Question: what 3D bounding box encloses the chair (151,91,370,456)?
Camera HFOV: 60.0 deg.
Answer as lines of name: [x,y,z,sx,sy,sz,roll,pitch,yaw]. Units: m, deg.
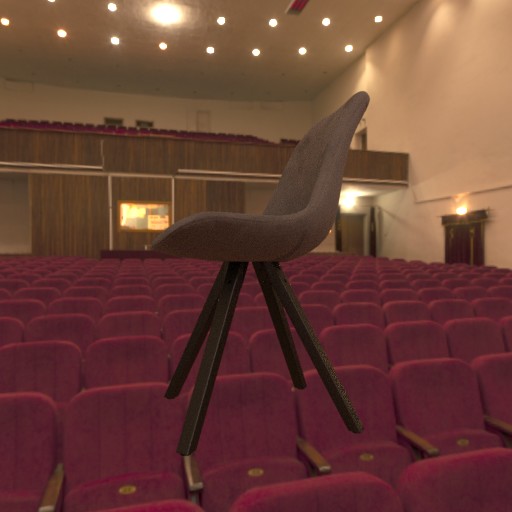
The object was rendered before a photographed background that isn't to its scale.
chair: [0.000,0.000,1.197,0.550,0.850,0.476,0,0,-15]
